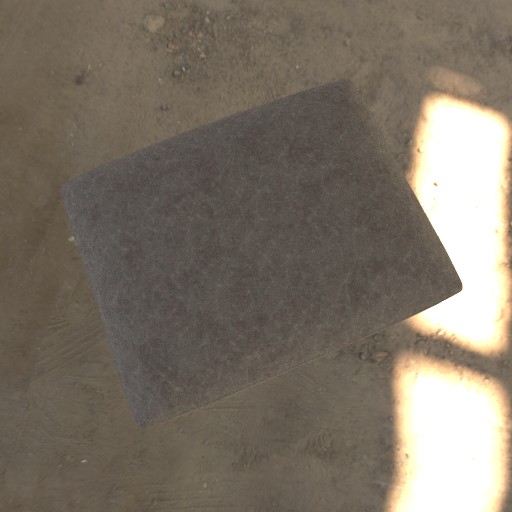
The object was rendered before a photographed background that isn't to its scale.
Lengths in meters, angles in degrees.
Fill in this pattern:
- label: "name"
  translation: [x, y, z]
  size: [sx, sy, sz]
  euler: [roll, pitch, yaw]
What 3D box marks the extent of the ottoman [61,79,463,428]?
- label: "ottoman"
  translation: [0.000, 0.000, 1.138]
  size: [0.741, 0.513, 0.584]
  euler: [-22, 76, -6]
